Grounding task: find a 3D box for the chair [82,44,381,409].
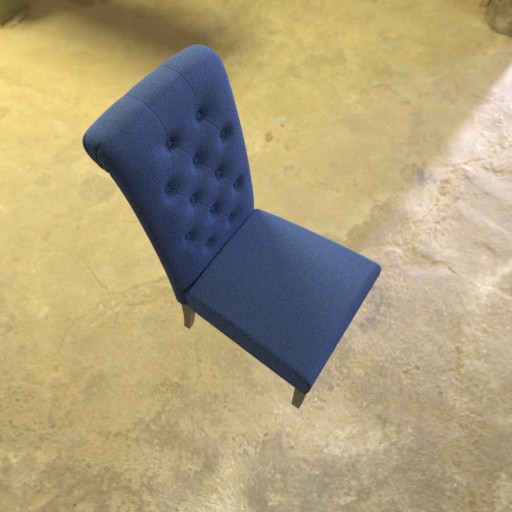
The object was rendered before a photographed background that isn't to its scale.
[{"bbox_3d":[0.000,0.000,1.350,0.671,1.006,0.456,30,64,17],"label":"chair"}]
